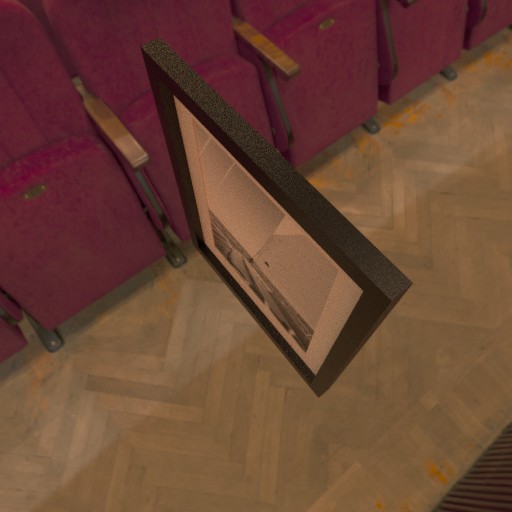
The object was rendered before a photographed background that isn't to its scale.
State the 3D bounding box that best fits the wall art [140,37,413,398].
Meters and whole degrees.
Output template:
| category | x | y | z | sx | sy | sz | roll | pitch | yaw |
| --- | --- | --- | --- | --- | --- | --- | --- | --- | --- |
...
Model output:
| category | x | y | z | sx | sy | sz | roll | pitch | yaw |
| --- | --- | --- | --- | --- | --- | --- | --- | --- | --- |
| wall art | 0.000 | 0.000 | 0.762 | 0.031 | 0.558 | 0.461 | -35 | 68 | -16 |
